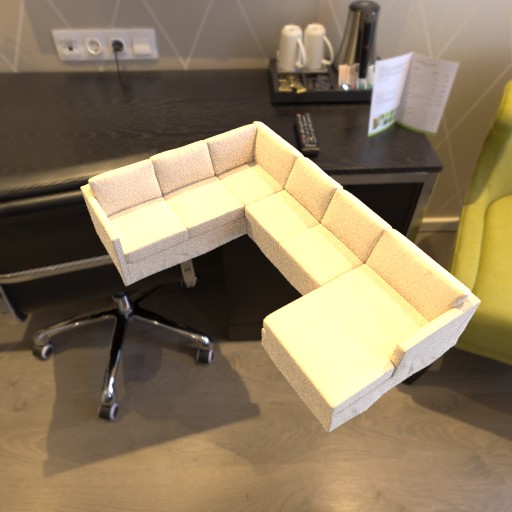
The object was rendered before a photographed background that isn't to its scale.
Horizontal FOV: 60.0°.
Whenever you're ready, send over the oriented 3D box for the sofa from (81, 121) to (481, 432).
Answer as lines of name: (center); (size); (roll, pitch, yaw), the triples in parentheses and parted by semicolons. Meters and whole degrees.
sofa: (0.000, 0.000, 4.517); (2.427, 0.882, 3.460); (-25, 52, -22)
